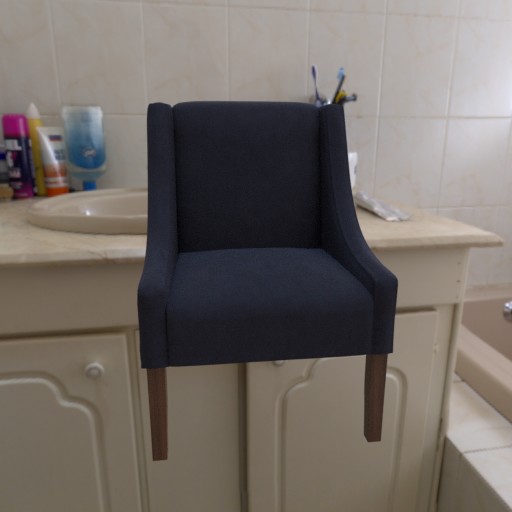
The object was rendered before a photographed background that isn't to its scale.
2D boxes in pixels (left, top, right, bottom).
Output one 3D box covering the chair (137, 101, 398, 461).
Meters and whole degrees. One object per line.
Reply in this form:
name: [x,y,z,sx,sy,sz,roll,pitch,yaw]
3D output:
chair: [0.000,0.000,1.307,0.629,0.895,0.629,-2,15,-7]
